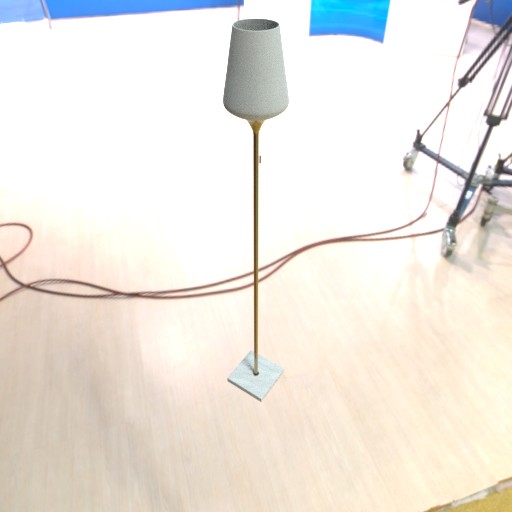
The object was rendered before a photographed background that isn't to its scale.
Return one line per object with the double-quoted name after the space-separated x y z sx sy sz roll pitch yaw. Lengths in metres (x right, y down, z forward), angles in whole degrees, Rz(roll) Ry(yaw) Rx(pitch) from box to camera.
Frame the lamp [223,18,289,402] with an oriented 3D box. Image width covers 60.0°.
0.000 0.000 1.901 0.229 1.813 0.232 24 47 25 "lamp"
